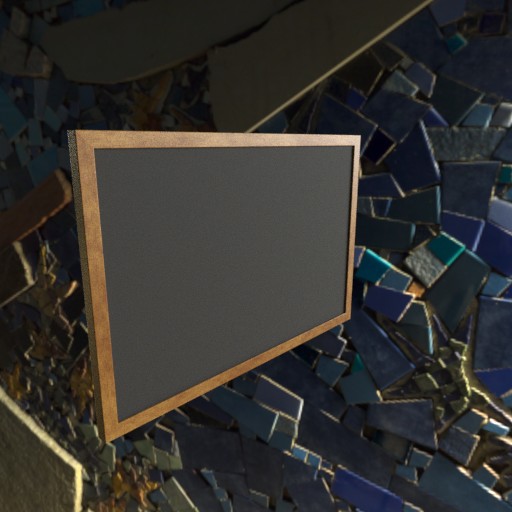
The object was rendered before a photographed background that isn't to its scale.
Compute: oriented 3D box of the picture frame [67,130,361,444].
[{"bbox_3d":[0.000,0.000,1.165,0.029,0.621,0.922,14,20,42],"label":"picture frame"}]
